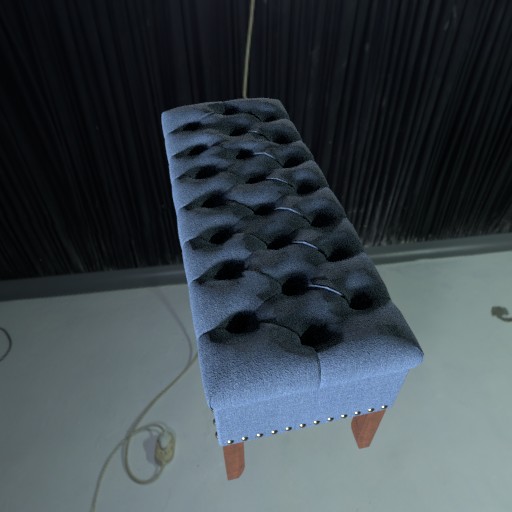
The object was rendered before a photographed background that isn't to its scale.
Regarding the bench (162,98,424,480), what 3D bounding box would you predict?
[{"bbox_3d":[0.000,0.000,1.293,0.417,0.492,1.052,-9,46,-9],"label":"bench"}]
